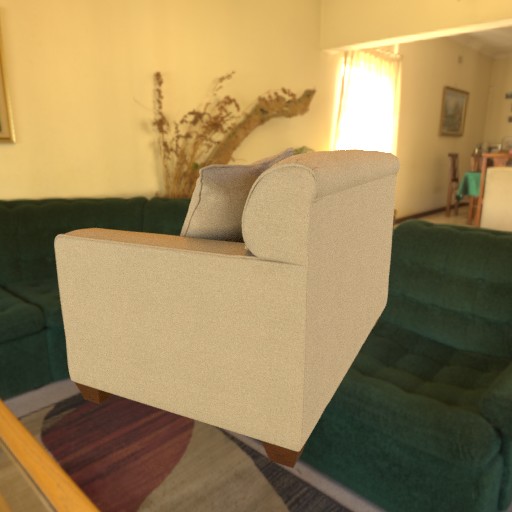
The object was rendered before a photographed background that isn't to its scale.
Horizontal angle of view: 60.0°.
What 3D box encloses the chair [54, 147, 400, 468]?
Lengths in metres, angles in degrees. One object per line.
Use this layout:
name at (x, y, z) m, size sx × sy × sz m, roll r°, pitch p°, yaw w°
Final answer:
chair at (0.000, 0.000, 1.990) m, size 1.000 × 0.948 × 1.383 m, roll 7°, pitch 15°, yaw 25°
